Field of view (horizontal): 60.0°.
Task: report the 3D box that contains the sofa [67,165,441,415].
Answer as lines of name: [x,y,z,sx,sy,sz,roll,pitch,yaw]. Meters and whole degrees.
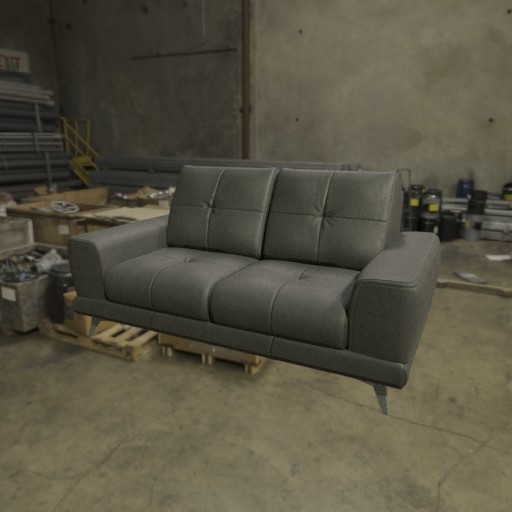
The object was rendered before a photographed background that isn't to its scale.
sofa: [0.000,0.000,2.395,1.806,0.907,1.018,7,16,26]
